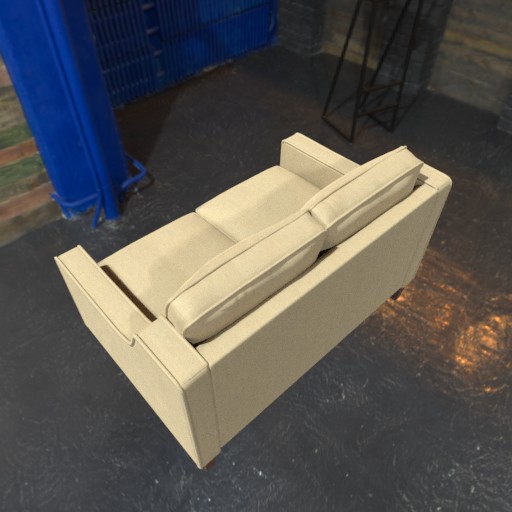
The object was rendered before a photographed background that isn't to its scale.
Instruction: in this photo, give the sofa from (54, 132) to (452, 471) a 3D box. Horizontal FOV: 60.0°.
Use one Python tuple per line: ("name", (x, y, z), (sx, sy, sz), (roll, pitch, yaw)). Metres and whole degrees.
("sofa", (0.000, 0.000, 2.121), (1.501, 0.971, 0.987), (-33, 55, -28))
